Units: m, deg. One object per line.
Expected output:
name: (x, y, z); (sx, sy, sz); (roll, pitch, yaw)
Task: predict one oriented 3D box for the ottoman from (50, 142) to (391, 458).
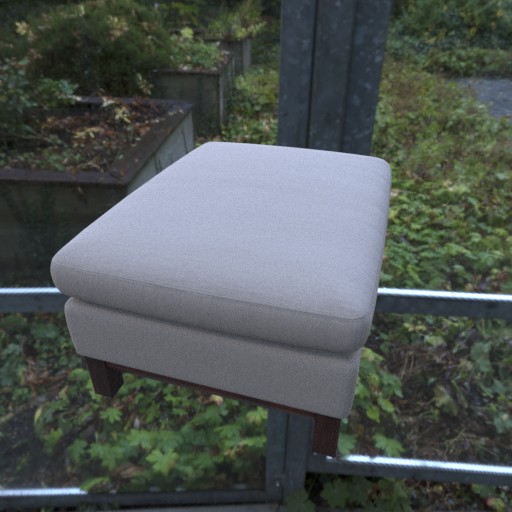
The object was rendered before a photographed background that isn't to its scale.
ottoman: (0.000, 0.000, 1.122); (0.606, 0.420, 0.771); (9, 32, 15)
